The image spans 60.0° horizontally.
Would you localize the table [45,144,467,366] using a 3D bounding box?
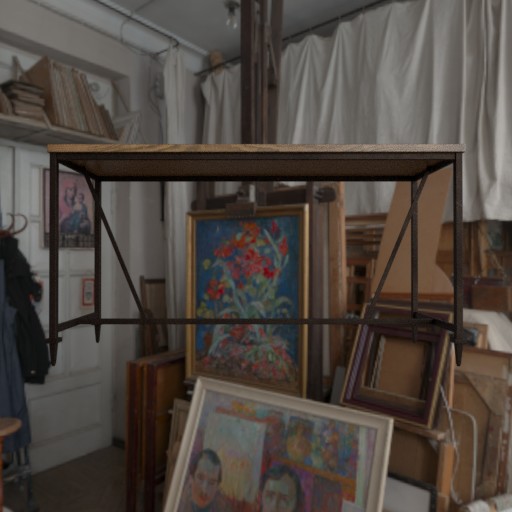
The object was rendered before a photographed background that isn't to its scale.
[{"bbox_3d":[0.000,0.000,2.062,1.700,0.902,0.551,0,0,0],"label":"table"}]
